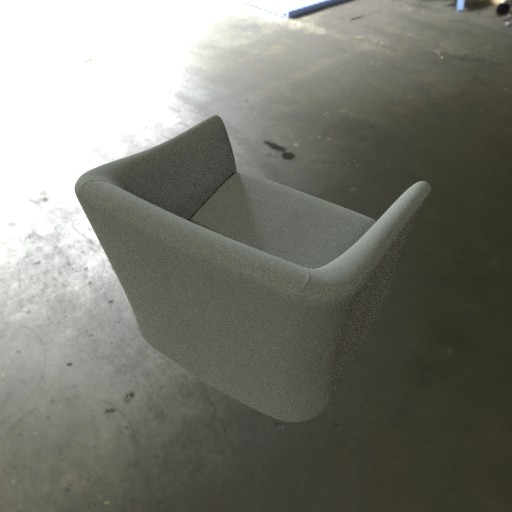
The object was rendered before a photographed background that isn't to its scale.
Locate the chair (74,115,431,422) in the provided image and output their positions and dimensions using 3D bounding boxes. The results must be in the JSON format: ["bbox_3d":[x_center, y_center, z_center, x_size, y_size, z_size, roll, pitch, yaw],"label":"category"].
[{"bbox_3d":[0.000,0.000,1.383,0.790,0.720,0.700,24,50,22],"label":"chair"}]
